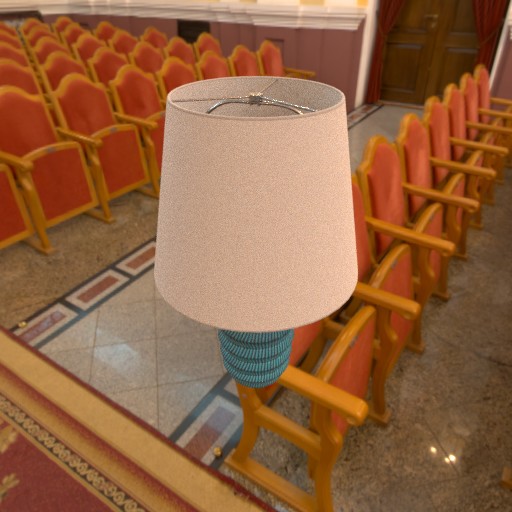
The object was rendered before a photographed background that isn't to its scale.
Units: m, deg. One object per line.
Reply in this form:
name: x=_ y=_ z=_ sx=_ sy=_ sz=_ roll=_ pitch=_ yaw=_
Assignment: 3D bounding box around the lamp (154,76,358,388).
lamp: x=0.000 y=0.000 z=0.556 sx=0.254 sy=0.392 sz=0.254 roll=0 pitch=33 yaw=0
